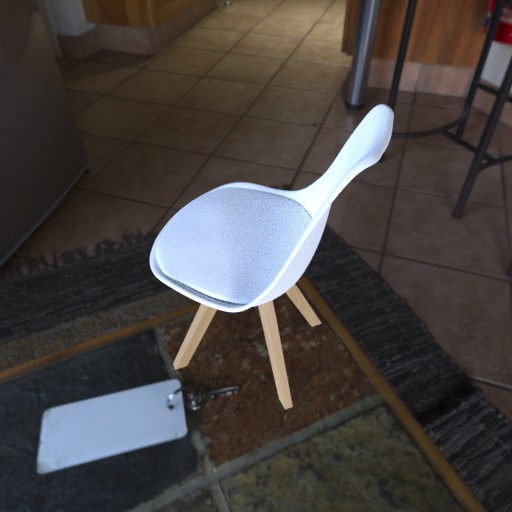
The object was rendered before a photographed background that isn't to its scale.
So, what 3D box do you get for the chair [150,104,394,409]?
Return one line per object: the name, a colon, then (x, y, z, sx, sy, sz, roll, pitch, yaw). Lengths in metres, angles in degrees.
chair: (0.000, 0.000, 1.207, 0.550, 0.849, 0.485, 15, 47, 15)
